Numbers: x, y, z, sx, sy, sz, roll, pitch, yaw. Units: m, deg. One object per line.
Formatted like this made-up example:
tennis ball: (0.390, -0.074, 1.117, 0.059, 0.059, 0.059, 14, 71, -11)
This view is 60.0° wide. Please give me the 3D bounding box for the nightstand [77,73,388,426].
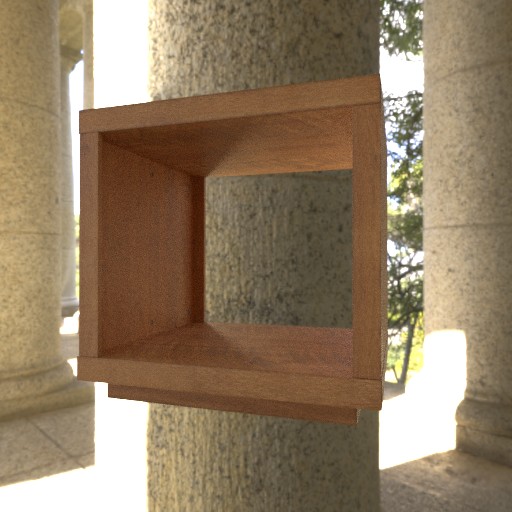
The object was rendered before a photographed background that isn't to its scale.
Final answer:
nightstand: (0.000, 0.000, 0.876, 0.493, 0.491, 0.436, 0, 0, 18)
